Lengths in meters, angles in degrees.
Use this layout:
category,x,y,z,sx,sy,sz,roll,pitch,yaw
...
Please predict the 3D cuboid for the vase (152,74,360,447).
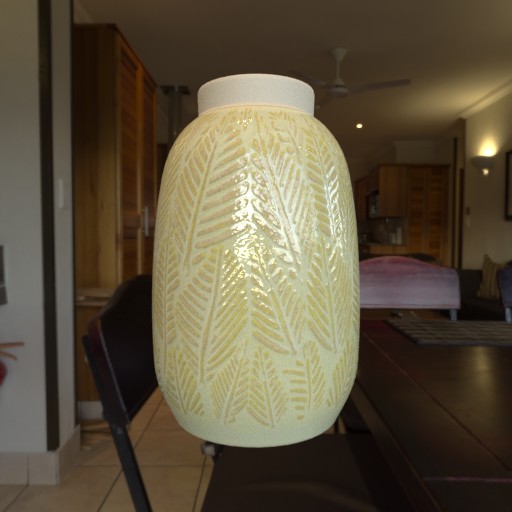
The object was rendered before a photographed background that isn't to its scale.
category,x,y,z,sx,sy,sz,roll,pitch,yaw
vase,0.000,0.000,0.375,0.172,0.270,0.172,0,2,0
